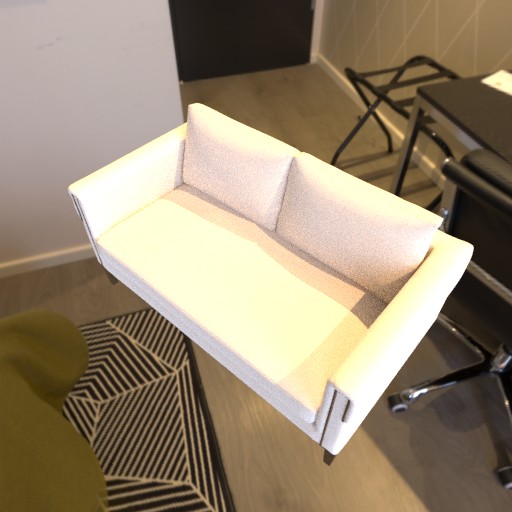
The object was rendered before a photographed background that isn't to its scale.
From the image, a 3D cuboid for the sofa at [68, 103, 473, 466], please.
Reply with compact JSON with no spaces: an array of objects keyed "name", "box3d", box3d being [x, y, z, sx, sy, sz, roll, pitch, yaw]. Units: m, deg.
[{"name":"sofa","box3d":[0.000,0.000,2.091,1.598,0.873,0.905,33,55,27]}]
